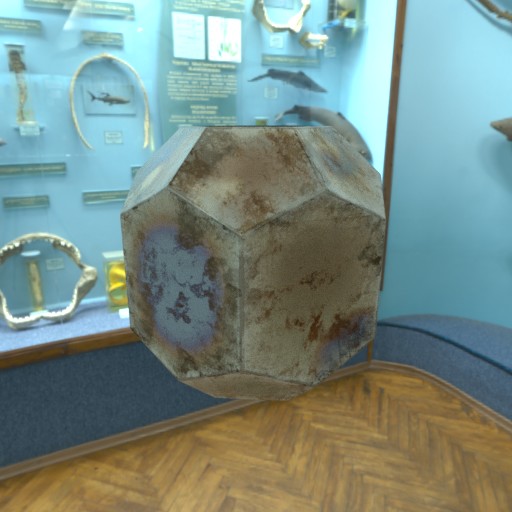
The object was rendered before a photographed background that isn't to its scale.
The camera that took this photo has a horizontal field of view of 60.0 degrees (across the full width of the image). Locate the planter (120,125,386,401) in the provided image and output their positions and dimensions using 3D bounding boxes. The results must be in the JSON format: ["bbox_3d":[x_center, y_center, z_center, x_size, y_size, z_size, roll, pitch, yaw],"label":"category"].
[{"bbox_3d":[0.000,0.000,0.423,0.243,0.238,0.221,-8,19,-24],"label":"planter"}]
